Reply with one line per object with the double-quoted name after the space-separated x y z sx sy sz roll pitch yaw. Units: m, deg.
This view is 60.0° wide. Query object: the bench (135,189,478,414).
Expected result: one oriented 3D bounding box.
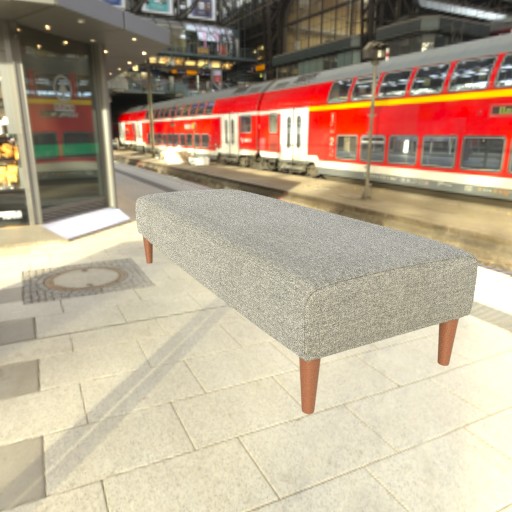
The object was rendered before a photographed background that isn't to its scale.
0.000 0.000 1.838 0.631 0.384 1.598 -8 18 -27 "bench"
